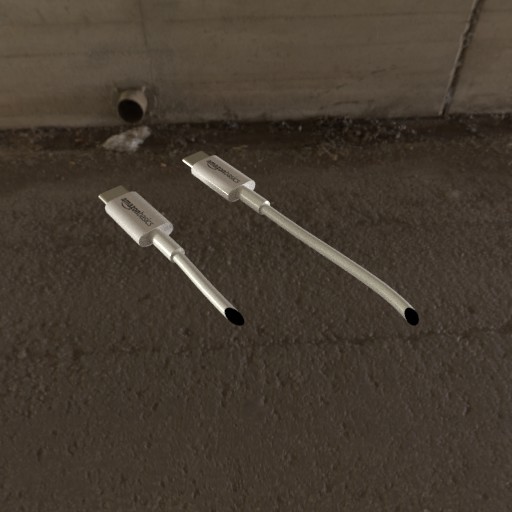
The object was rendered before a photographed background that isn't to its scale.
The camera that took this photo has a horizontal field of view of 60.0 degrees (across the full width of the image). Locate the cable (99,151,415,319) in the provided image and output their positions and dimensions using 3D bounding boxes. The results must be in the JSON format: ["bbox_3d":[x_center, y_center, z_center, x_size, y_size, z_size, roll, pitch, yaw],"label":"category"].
[{"bbox_3d":[0.000,0.000,0.114,0.041,0.005,0.098,-31,53,-28],"label":"cable"}]
